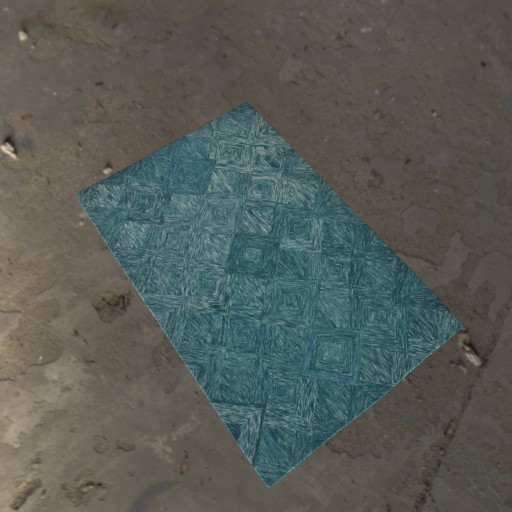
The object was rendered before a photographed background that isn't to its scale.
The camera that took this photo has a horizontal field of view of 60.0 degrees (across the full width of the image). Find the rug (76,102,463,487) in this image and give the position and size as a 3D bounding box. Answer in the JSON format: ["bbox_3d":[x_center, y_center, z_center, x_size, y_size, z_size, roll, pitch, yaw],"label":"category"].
[{"bbox_3d":[0.000,0.000,2.201,1.136,0.017,1.728,-33,68,-15],"label":"rug"}]
